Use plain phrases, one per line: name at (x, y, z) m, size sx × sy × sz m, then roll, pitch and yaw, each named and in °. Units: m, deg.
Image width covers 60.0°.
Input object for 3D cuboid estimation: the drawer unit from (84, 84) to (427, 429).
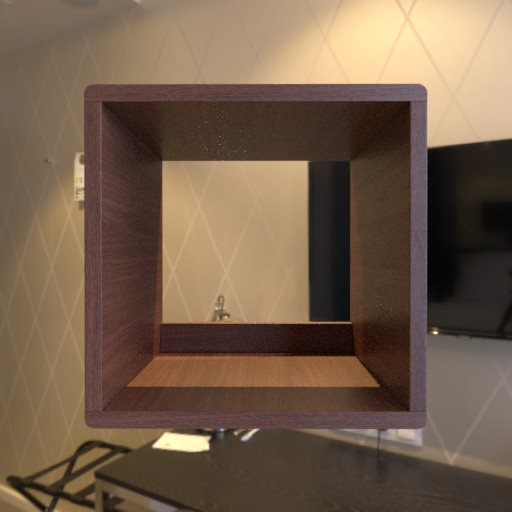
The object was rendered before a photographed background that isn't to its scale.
drawer unit at (0.000, 0.000, 0.596) m, size 0.349 × 0.351 × 0.290 m, roll 0°, pitch 0°, yaw 0°
